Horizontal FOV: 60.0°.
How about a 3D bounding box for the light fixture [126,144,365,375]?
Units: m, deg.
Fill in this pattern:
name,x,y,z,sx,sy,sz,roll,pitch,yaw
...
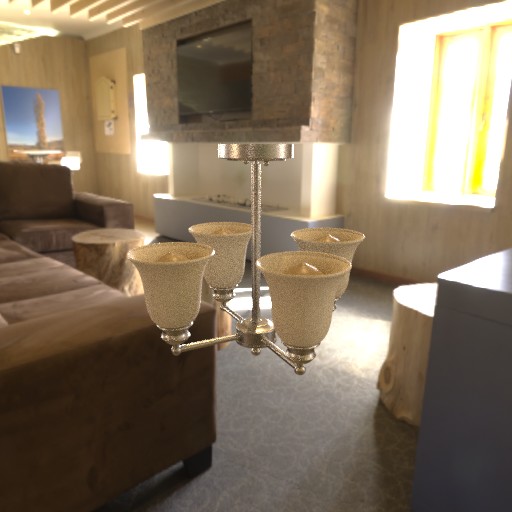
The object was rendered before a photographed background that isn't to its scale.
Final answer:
name,x,y,z,sx,sy,sz,roll,pitch,yaw
light fixture,0.000,0.000,0.756,0.427,0.370,0.427,-7,16,-26
